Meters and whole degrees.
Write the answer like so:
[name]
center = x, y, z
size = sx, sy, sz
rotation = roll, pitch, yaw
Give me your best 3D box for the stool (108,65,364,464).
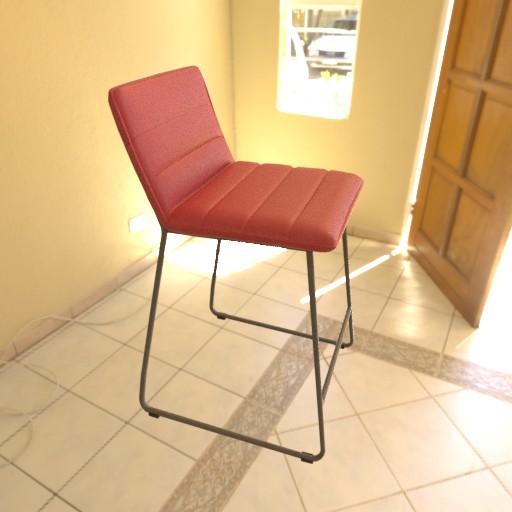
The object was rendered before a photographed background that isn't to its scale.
[stool]
center = 0.000, 0.000, 1.155
size = 0.524, 0.866, 0.489
rotation = 10, 32, 17
